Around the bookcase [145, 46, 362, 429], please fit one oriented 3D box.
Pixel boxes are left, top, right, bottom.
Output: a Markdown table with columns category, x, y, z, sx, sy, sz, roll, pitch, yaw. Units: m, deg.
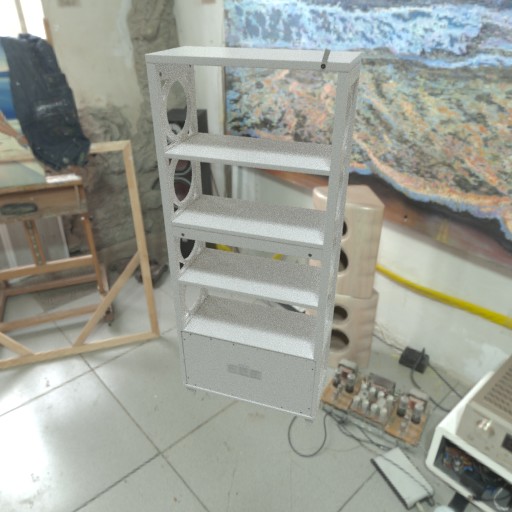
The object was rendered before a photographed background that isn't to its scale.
| category | x | y | z | sx | sy | sz | roll | pitch | yaw |
| --- | --- | --- | --- | --- | --- | --- | --- | --- | --- |
| bookcase | 0.000 | 0.000 | 2.136 | 0.761 | 1.869 | 0.361 | 10 | 32 | 16 |
